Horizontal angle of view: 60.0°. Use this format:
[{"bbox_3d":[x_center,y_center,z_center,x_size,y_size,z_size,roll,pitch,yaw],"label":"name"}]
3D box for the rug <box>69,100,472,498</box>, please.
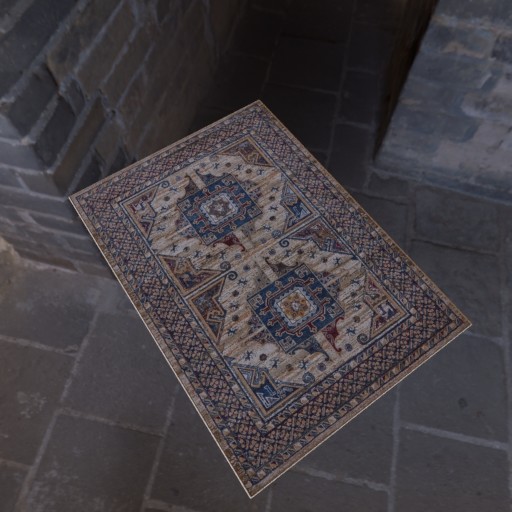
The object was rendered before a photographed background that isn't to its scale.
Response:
[{"bbox_3d":[0.000,0.000,2.859,1.611,0.008,2.227,-32,67,-15],"label":"rug"}]
